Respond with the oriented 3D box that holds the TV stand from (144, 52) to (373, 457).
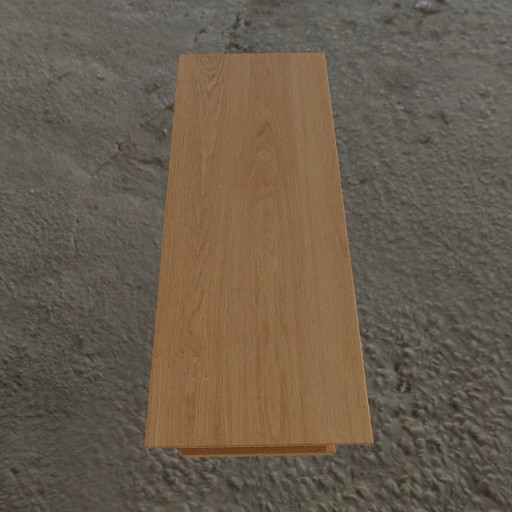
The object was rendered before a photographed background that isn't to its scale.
[{"bbox_3d":[0.000,0.000,1.326,0.440,0.550,1.080,-1,63,0],"label":"TV stand"}]
